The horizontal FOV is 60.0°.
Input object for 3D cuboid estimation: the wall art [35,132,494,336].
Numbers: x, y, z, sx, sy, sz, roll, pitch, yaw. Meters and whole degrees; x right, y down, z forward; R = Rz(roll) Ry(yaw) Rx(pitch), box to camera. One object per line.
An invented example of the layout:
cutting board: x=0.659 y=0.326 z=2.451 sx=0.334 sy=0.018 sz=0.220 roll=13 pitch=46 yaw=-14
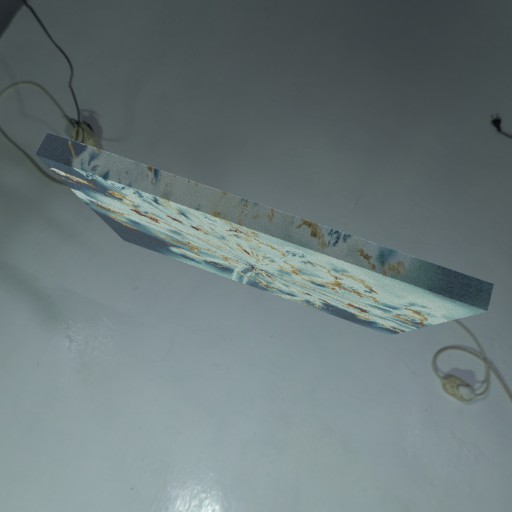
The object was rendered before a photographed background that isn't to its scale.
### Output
wall art: x=0.000 y=0.000 z=0.760 sx=0.607 sy=0.405 sz=0.036 roll=19 pitch=77 yaw=5
